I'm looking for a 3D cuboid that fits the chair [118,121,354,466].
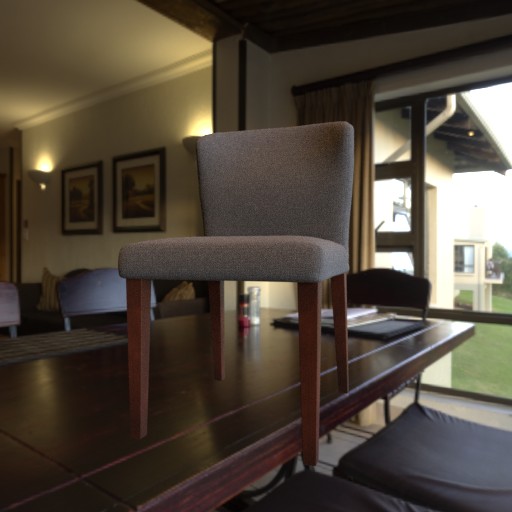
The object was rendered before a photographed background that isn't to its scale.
[{"bbox_3d":[0.000,0.000,1.207,0.491,0.839,0.589,0,0,19],"label":"chair"}]
